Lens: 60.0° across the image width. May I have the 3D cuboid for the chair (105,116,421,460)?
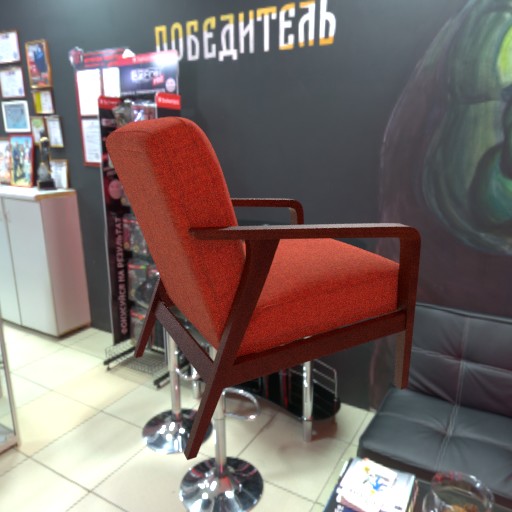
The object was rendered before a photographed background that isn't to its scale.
[{"bbox_3d":[0.000,0.000,1.521,0.860,0.890,0.719,-7,16,-26],"label":"chair"}]
